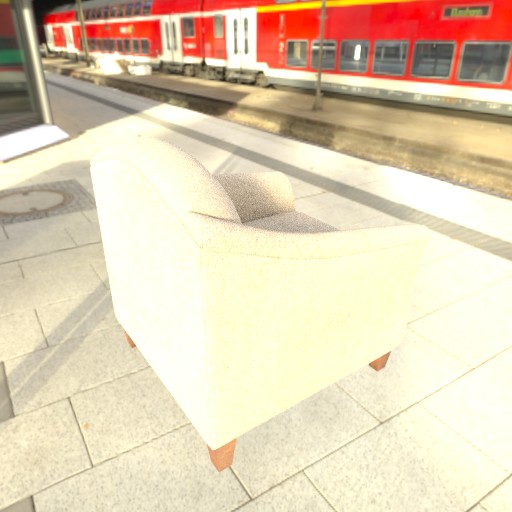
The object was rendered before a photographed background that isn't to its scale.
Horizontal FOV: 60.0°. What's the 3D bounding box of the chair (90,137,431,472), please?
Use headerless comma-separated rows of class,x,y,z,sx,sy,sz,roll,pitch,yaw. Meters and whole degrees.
chair,0.000,0.000,1.465,0.787,0.839,0.763,-17,31,-31
